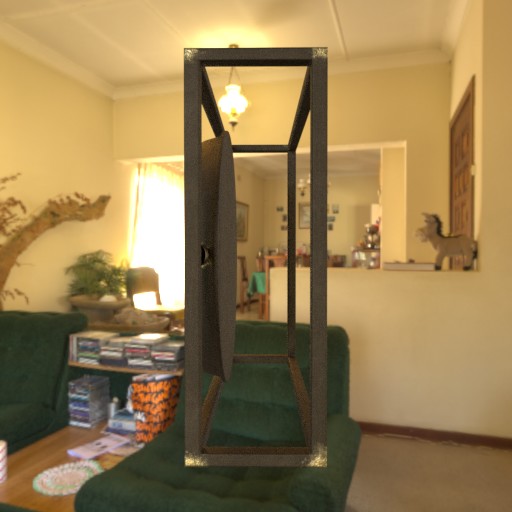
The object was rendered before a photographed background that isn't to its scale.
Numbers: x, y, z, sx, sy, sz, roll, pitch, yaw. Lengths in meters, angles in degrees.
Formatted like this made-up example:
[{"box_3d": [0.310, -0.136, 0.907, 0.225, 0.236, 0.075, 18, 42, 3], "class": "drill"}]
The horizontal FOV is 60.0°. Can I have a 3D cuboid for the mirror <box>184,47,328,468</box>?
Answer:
[{"box_3d": [0.000, 0.000, 0.473, 0.107, 0.303, 0.306, 0, 1, 1], "class": "mirror"}]
